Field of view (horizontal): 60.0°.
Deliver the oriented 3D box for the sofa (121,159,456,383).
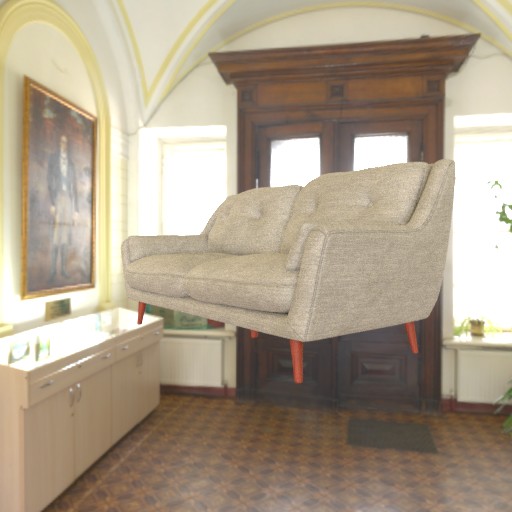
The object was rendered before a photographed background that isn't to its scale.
[{"bbox_3d":[0.000,0.000,2.430,0.976,0.897,1.930,0,1,-35],"label":"sofa"}]
